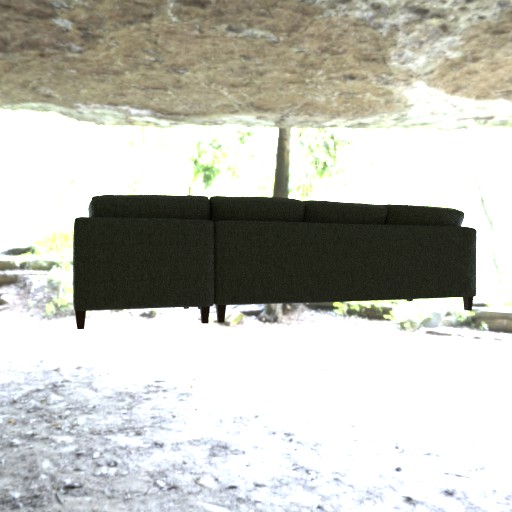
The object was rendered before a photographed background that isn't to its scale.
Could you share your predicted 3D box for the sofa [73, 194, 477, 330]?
[{"bbox_3d":[0.000,0.000,4.555,3.302,0.947,2.593,0,0,-18],"label":"sofa"}]
